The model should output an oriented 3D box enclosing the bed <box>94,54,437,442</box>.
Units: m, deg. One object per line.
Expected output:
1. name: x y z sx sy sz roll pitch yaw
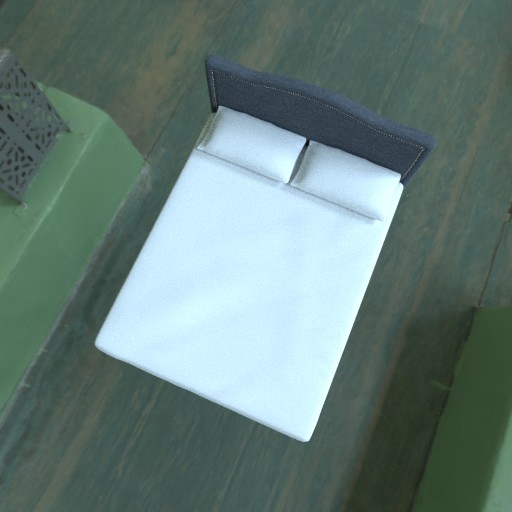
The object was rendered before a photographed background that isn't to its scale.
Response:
1. bed: 0.000 0.000 3.976 2.161 1.457 2.689 23 76 6
